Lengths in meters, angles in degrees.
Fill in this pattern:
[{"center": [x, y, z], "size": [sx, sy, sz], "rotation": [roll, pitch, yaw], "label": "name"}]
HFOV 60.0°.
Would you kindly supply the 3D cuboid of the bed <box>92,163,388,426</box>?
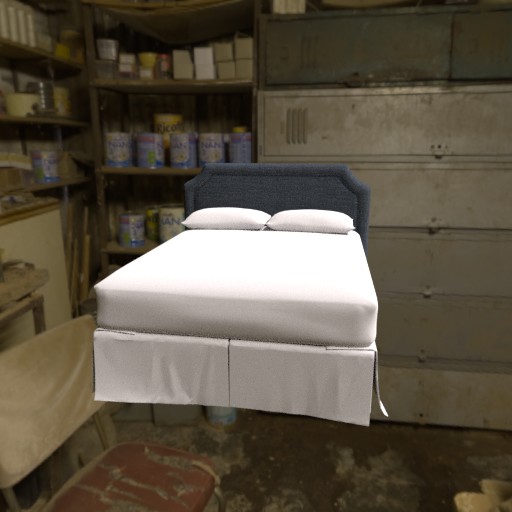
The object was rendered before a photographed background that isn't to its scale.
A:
[{"center": [0.000, 0.000, 3.386], "size": [1.828, 1.297, 2.208], "rotation": [2, 14, 9], "label": "bed"}]
